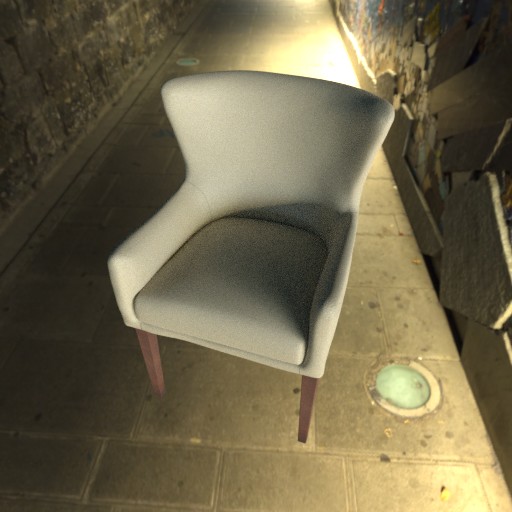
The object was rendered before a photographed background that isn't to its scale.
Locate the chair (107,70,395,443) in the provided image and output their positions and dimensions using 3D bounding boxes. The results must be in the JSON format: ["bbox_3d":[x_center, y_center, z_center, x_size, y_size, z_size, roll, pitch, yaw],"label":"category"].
[{"bbox_3d":[0.000,0.000,1.408,0.660,0.952,0.686,12,41,14],"label":"chair"}]
